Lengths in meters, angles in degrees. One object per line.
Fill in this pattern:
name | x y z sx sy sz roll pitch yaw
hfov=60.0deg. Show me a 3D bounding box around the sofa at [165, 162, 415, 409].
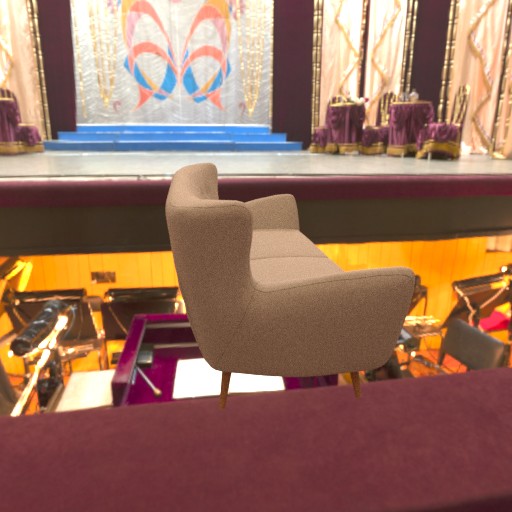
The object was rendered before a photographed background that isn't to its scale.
sofa | 0.000 0.000 2.442 0.899 0.890 1.930 -2 16 -8
